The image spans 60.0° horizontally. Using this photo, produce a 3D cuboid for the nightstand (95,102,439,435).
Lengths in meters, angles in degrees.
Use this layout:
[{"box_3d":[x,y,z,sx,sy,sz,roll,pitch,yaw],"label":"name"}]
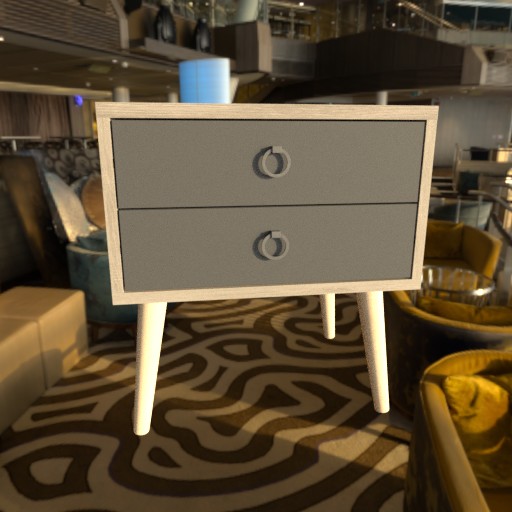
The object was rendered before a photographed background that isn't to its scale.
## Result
[{"box_3d":[0.000,0.000,0.808,0.450,0.500,0.380,-2,15,-8],"label":"nightstand"}]
